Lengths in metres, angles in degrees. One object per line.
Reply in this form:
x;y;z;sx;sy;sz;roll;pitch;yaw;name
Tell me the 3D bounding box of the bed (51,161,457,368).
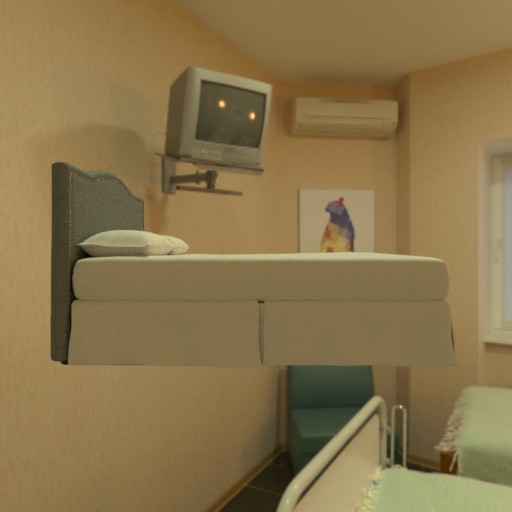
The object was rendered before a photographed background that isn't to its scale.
0.000;0.000;3.916;2.689;1.457;2.161;0;0;0;bed
